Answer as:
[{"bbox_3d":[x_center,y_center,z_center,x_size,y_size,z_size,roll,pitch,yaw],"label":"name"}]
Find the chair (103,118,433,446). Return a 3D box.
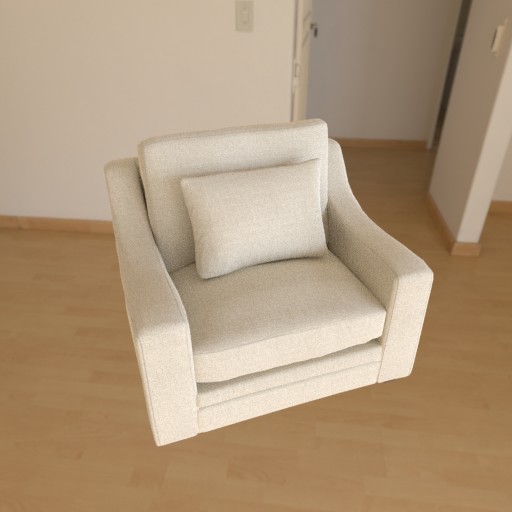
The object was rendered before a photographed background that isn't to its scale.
[{"bbox_3d":[0.000,0.000,1.999,1.178,1.016,1.009,-10,34,-16],"label":"chair"}]
